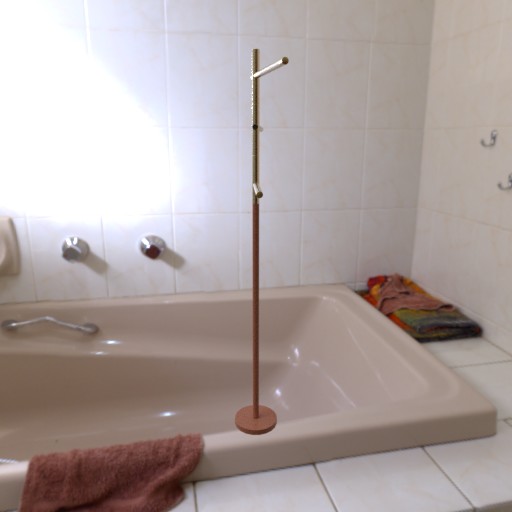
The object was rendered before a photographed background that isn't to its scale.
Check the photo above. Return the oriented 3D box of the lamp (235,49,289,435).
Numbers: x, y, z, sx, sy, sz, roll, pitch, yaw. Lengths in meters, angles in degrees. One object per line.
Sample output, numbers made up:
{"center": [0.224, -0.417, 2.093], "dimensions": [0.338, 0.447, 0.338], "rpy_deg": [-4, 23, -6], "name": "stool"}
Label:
{"center": [0.000, 0.000, 1.983], "dimensions": [0.209, 1.704, 0.737], "rpy_deg": [-2, 15, -9], "name": "lamp"}
